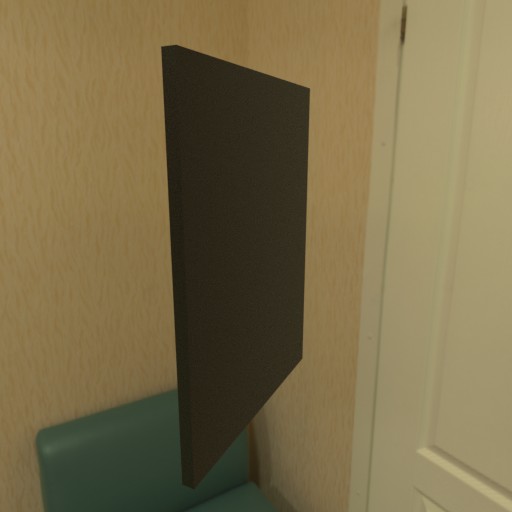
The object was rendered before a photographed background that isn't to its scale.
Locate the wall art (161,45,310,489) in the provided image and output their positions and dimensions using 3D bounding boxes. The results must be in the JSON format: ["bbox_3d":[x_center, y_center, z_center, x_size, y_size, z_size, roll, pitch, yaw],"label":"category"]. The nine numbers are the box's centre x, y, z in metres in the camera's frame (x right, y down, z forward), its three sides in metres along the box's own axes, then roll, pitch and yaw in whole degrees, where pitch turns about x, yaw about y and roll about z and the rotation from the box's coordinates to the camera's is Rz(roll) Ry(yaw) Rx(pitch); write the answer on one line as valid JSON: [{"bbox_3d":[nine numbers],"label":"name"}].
[{"bbox_3d":[0.000,0.000,1.378,0.038,1.062,0.806,7,16,25],"label":"wall art"}]
